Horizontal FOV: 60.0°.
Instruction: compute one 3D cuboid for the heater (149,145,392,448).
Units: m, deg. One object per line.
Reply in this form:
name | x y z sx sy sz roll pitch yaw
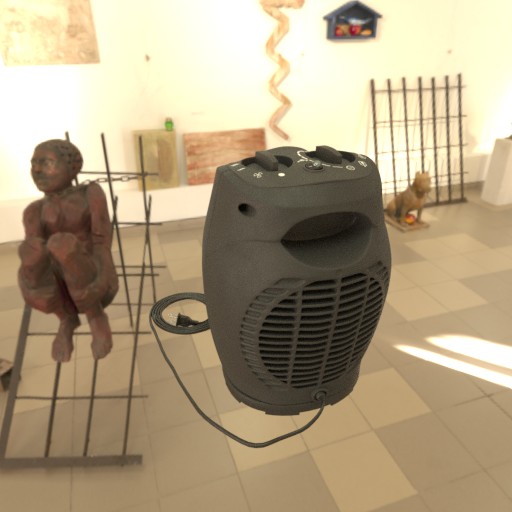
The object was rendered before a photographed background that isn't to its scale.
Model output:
heater | 0.000 0.000 0.494 0.239 0.255 0.291 -9 29 -17
